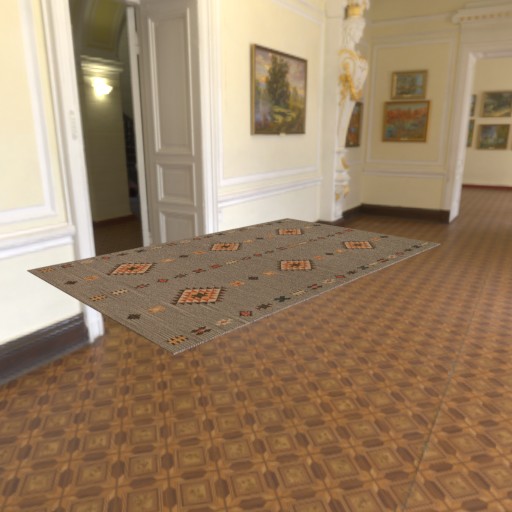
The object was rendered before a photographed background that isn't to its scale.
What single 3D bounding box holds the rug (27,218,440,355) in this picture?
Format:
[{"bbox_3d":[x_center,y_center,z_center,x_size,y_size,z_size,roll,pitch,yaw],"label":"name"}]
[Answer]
[{"bbox_3d":[0.000,0.000,3.015,1.515,0.007,2.427,15,21,42],"label":"rug"}]
